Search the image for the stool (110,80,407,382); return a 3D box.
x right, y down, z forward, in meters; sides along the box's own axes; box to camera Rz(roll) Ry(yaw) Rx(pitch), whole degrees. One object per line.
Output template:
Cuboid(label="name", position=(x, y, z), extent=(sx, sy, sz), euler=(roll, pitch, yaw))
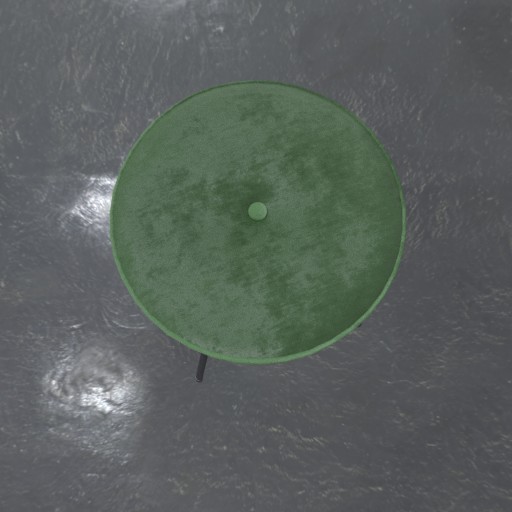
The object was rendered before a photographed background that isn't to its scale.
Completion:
Cuboid(label="stool", position=(0.000, 0.000, 0.905), extent=(0.457, 0.595, 0.430), euler=(-18, 77, -4))
